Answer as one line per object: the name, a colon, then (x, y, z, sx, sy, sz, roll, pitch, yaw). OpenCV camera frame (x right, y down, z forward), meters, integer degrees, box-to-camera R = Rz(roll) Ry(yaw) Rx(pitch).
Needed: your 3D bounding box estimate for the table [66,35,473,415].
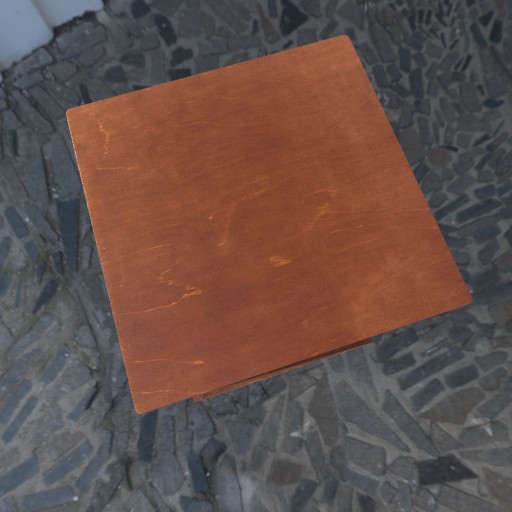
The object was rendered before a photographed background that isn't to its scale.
table: (0.000, 0.000, 0.835, 0.427, 0.520, 0.427, -17, 74, -5)
